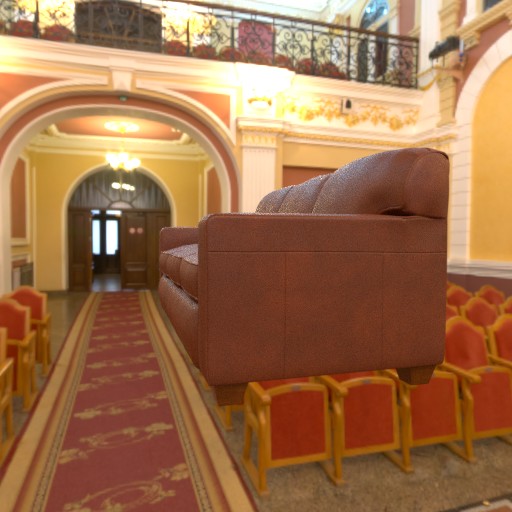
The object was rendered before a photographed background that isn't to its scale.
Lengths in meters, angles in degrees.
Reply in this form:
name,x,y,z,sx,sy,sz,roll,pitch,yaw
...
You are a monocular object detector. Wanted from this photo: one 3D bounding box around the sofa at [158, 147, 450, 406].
name,x,y,z,sx,sy,sz,roll,pitch,yaw
sofa,0.000,0.000,2.532,1.008,0.953,2.039,-1,2,-16
